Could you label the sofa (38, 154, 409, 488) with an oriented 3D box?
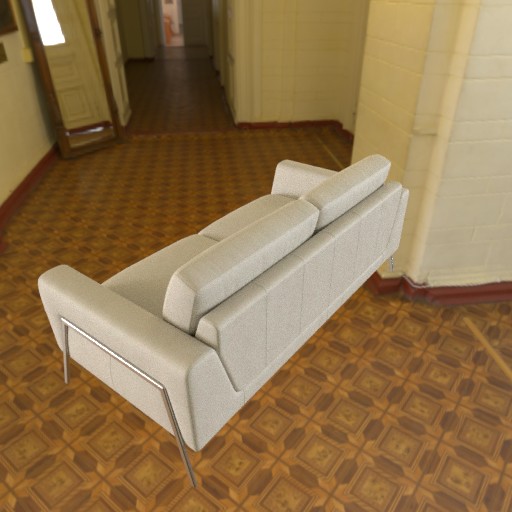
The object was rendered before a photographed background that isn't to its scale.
[{"bbox_3d":[0.000,0.000,2.484,0.953,0.875,2.017,22,37,31],"label":"sofa"}]
